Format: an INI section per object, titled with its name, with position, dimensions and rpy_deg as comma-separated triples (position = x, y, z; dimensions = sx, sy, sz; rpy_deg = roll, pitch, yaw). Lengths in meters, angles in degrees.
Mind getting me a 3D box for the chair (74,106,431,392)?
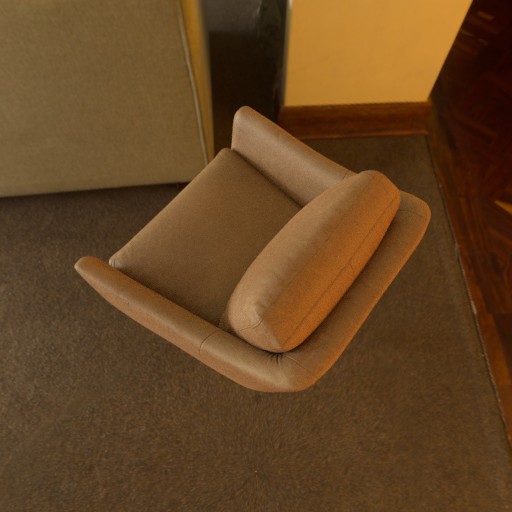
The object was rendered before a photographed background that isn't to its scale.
[chair]
position = 0.000, 0.000, 1.765
dimensions = 0.963, 0.895, 0.988
rpy_deg = 35, 69, 16
